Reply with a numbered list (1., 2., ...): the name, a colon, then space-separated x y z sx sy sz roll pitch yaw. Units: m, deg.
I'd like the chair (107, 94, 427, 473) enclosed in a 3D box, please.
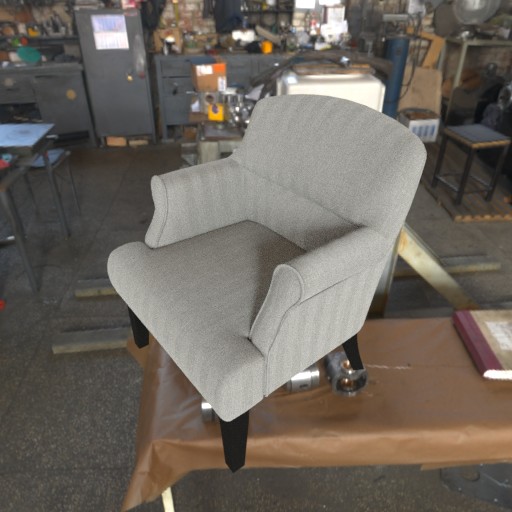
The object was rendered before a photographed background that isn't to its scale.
1. chair: 0.000 0.000 1.431 0.755 0.880 0.772 -22 39 -31
